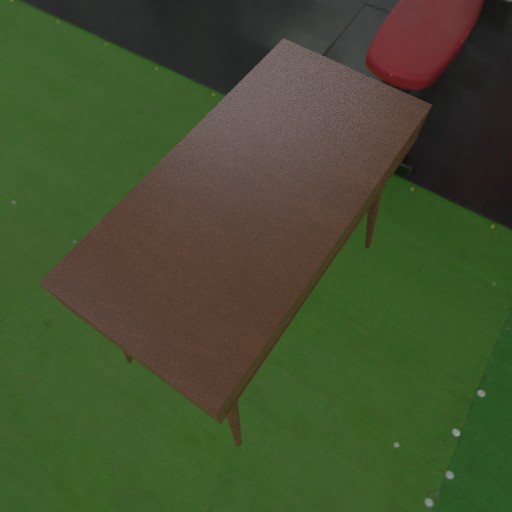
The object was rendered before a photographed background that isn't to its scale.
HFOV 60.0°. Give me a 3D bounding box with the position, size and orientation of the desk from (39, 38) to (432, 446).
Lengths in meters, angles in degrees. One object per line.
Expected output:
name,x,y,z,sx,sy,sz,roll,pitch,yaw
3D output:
desk,0.000,0.000,1.393,0.510,0.758,0.949,32,67,15
